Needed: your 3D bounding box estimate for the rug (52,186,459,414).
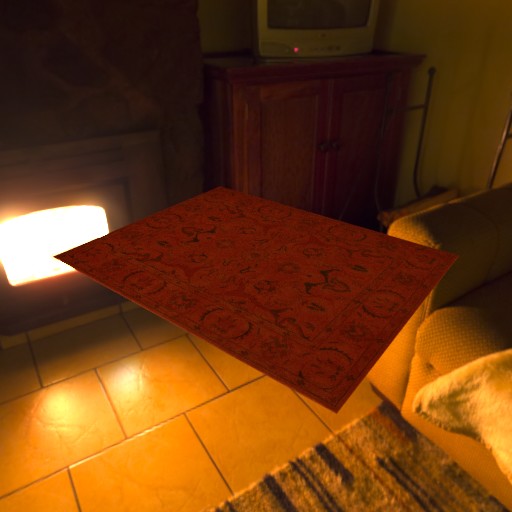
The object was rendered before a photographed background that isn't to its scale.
[{"bbox_3d":[0.000,0.000,4.059,2.929,0.012,2.300,21,35,32],"label":"rug"}]
